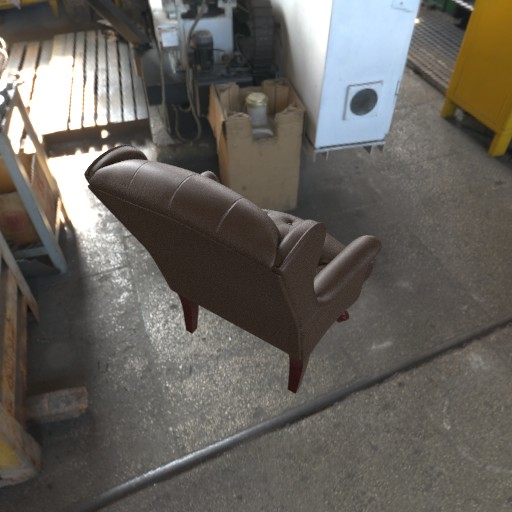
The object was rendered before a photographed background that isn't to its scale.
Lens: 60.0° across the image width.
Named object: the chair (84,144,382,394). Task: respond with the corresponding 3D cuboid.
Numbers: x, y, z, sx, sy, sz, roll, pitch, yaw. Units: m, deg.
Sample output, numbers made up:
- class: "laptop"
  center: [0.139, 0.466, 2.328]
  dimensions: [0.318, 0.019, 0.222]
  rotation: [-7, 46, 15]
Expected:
- class: "chair"
  center: [0.000, 0.000, 1.732]
  dimensions: [0.829, 1.132, 0.819]
  rotation: [25, 51, 22]
